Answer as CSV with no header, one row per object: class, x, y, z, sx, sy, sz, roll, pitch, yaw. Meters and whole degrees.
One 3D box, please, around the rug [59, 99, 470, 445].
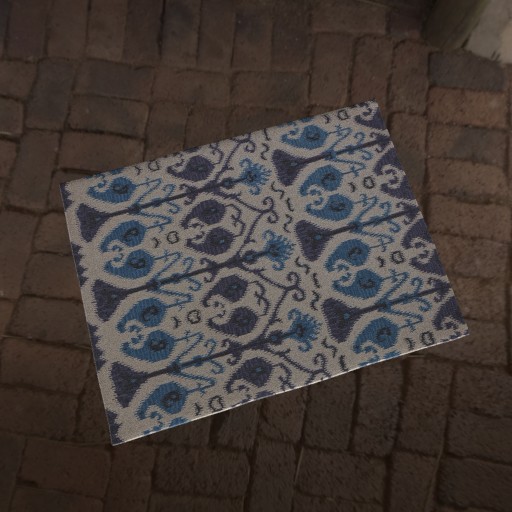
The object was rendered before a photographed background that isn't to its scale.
rug,0.000,0.000,4.076,3.228,0.024,2.443,-16,77,-4
